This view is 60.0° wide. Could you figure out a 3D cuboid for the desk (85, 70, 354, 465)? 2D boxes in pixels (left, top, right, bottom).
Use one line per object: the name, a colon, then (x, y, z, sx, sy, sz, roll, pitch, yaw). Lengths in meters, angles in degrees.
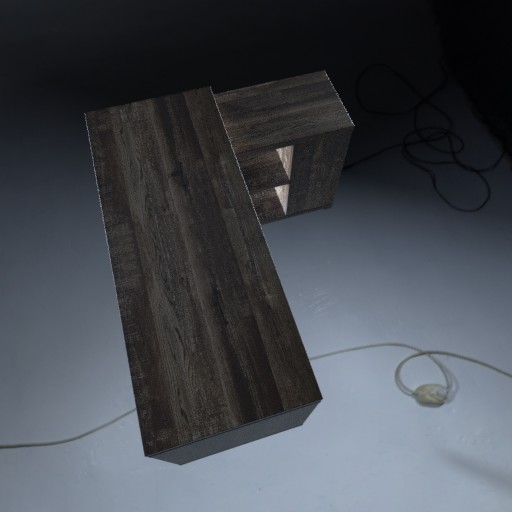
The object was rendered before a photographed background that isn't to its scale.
desk: (0.000, 0.000, 2.144, 1.200, 0.753, 1.524, -15, 64, -8)
